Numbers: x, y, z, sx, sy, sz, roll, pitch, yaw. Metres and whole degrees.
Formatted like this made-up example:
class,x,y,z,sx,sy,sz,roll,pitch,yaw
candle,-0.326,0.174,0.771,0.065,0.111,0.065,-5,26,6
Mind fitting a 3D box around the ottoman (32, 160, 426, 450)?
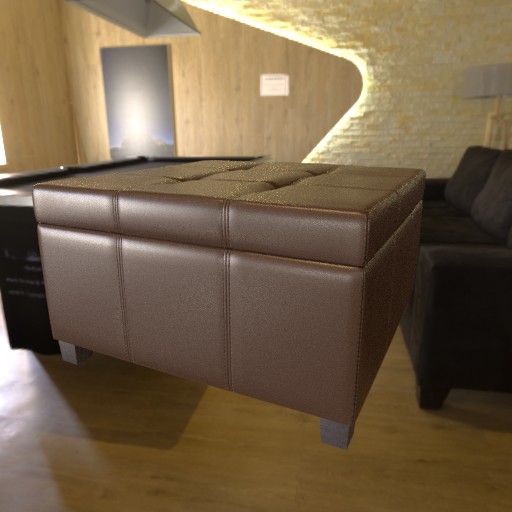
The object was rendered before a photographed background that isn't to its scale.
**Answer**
class,x,y,z,sx,sy,sz,roll,pitch,yaw
ottoman,0.000,0.000,1.239,0.787,0.460,0.788,8,18,25
